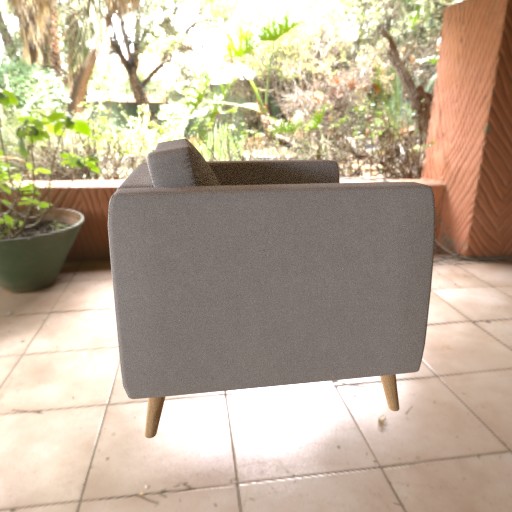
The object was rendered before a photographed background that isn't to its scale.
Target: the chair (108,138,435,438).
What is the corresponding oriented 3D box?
[{"bbox_3d":[0.000,0.000,1.715,0.930,0.860,1.000,-3,17,-9],"label":"chair"}]
